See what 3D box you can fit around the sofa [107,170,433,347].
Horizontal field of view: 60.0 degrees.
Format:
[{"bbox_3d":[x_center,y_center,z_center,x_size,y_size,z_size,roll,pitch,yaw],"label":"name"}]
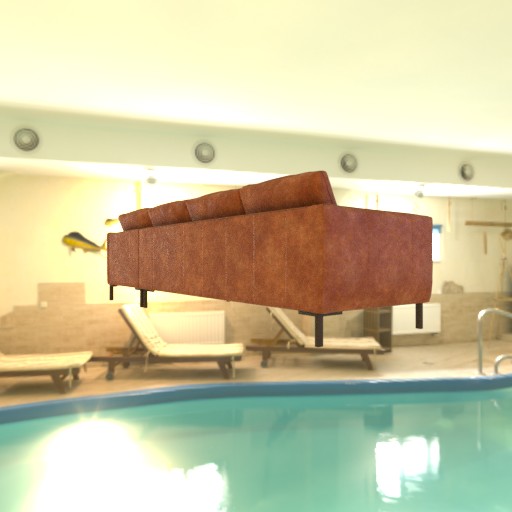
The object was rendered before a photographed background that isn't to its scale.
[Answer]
[{"bbox_3d":[0.000,0.000,3.611,1.471,0.859,2.993,0,0,-37],"label":"sofa"}]
